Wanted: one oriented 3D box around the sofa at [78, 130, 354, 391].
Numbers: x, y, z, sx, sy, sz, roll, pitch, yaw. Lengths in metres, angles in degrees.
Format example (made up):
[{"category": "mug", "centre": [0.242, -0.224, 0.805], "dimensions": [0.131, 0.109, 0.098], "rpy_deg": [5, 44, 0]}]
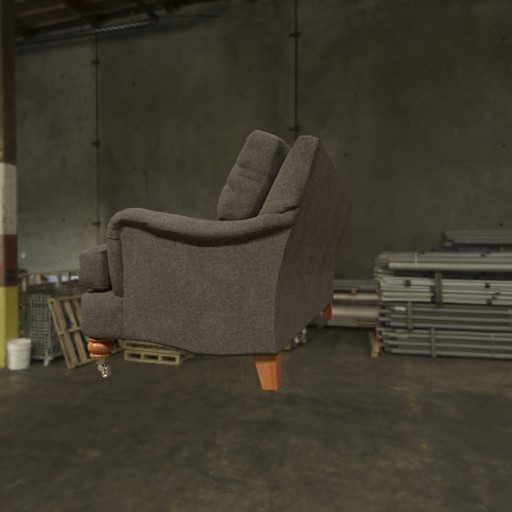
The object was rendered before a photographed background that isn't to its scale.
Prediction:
[{"category": "sofa", "centre": [0.000, 0.000, 2.798], "dimensions": [1.087, 1.054, 2.160], "rpy_deg": [0, 1, 16]}]
